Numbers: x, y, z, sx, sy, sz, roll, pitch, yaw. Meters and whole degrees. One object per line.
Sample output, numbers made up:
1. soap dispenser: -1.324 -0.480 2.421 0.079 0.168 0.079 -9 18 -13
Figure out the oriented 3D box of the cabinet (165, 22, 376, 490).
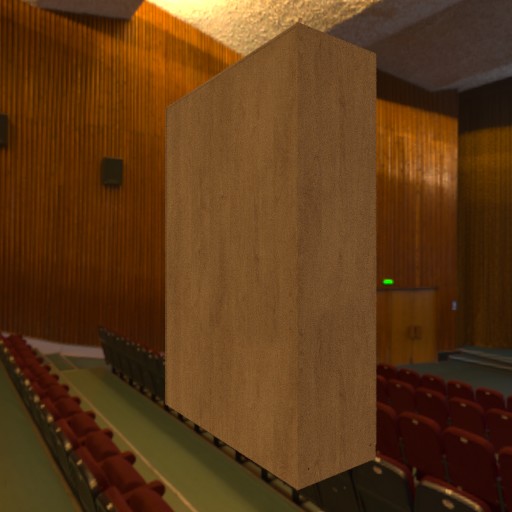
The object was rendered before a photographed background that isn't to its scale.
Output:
1. cabinet: 0.000 0.000 2.480 0.510 1.910 1.290 0 0 -36
